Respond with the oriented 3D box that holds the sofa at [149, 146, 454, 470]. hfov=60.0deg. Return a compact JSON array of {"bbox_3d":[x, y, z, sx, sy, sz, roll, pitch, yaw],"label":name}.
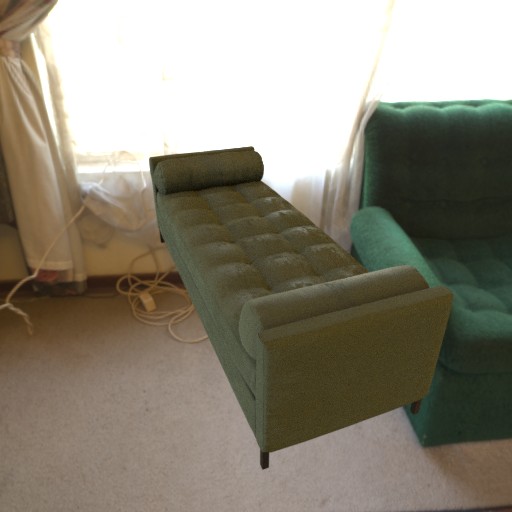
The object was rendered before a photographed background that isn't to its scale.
[{"bbox_3d":[0.000,0.000,2.514,0.817,0.681,2.130,-11,32,-19],"label":"sofa"}]
